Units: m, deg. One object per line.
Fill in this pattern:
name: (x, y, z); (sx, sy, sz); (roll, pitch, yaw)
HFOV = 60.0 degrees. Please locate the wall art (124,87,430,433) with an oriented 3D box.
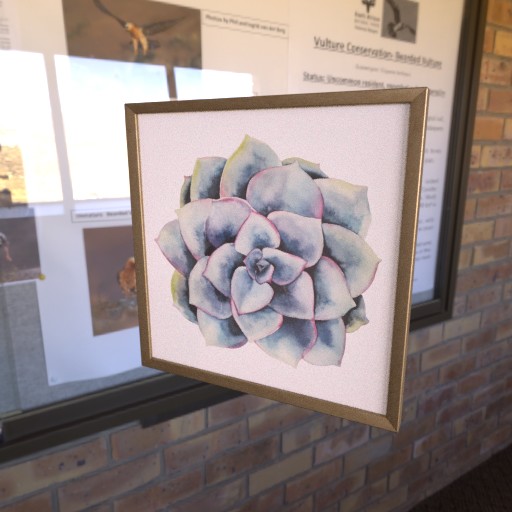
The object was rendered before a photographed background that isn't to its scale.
wall art: (0.000, 0.000, 0.747); (0.503, 0.506, 0.030); (7, 15, 25)
